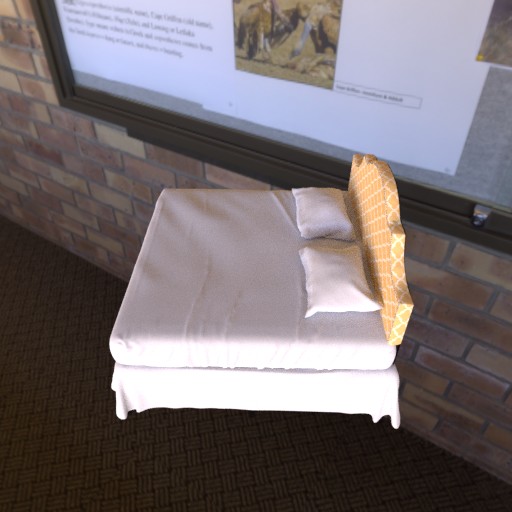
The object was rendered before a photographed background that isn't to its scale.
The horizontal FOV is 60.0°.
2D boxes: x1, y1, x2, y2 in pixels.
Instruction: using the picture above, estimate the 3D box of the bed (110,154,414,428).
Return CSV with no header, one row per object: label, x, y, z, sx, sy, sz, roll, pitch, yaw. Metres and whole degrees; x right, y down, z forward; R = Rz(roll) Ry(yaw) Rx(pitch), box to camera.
bed,0.000,0.000,3.711,2.222,1.601,2.314,1,40,1
